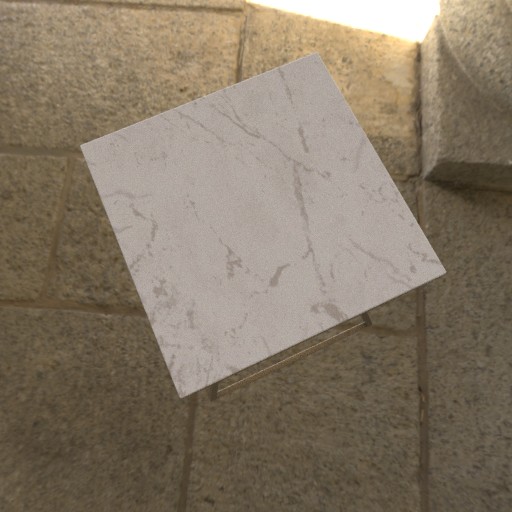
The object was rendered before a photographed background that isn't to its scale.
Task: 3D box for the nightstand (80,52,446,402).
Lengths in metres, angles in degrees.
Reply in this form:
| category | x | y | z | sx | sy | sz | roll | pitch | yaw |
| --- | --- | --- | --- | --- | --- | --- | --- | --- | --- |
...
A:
| category | x | y | z | sx | sy | sz | roll | pitch | yaw |
| --- | --- | --- | --- | --- | --- | --- | --- | --- | --- |
| nightstand | 0.000 | 0.000 | 0.916 | 0.455 | 0.554 | 0.455 | -24 | 76 | -6 |
